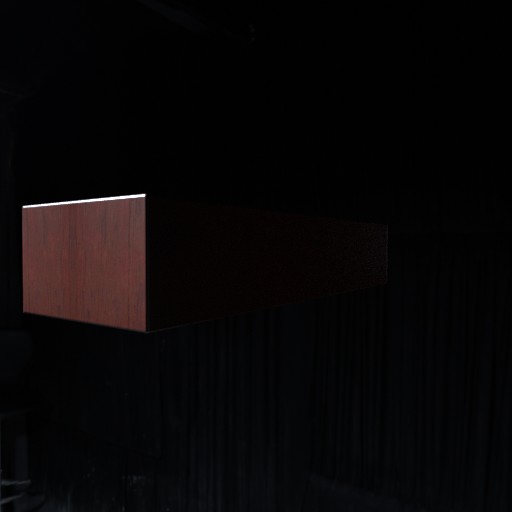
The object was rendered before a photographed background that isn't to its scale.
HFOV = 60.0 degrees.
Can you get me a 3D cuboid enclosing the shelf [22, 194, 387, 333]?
[{"bbox_3d":[0.000,0.000,0.512,0.152,0.088,0.457,1,1,35],"label":"shelf"}]
